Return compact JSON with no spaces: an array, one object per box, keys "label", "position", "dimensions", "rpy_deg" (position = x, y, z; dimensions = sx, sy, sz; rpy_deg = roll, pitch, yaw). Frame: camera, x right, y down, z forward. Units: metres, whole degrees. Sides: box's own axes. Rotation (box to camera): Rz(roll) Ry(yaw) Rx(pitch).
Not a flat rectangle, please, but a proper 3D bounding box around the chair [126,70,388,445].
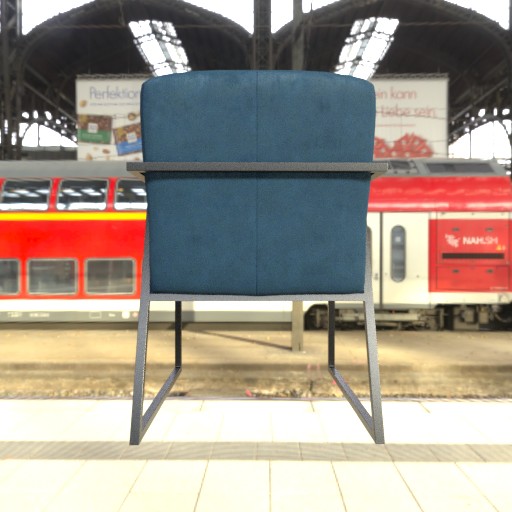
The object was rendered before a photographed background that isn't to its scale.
[{"label":"chair","position":[0.000,0.000,1.290],"dimensions":[0.571,0.833,0.677],"rpy_deg":[0,0,0]}]
